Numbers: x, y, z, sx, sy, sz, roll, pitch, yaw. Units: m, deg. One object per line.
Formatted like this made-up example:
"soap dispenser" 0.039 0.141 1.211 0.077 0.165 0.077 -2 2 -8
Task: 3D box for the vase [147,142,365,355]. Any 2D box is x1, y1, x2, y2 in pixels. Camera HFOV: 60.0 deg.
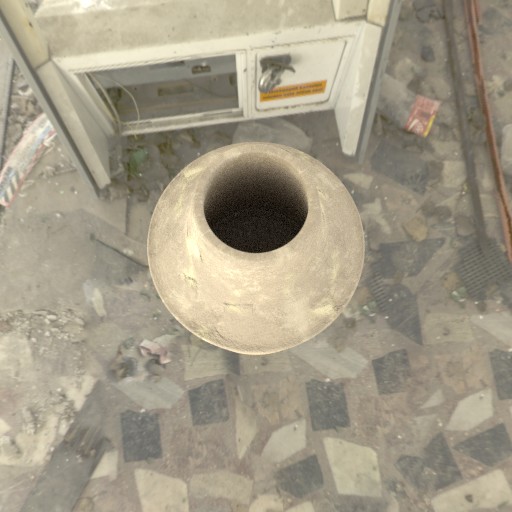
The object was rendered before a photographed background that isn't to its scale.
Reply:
"vase" 0.000 0.000 0.426 0.184 0.305 0.184 0 77 0
